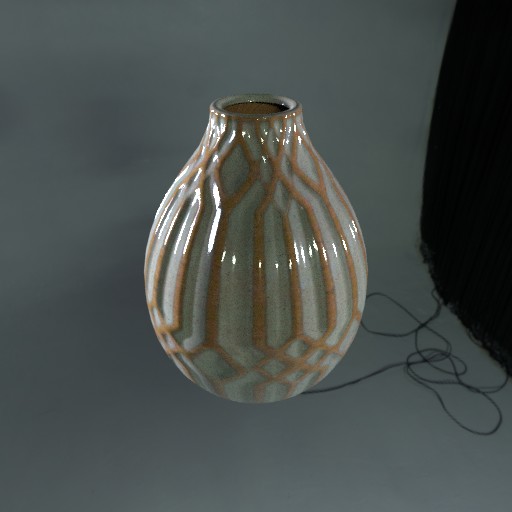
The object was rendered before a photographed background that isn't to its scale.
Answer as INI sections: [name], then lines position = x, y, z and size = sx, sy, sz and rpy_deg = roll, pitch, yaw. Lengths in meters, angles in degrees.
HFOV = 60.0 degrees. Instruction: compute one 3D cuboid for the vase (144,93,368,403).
[vase]
position = 0.000, 0.000, 0.260
size = 0.131, 0.175, 0.131
rpy_deg = 0, 33, 0
